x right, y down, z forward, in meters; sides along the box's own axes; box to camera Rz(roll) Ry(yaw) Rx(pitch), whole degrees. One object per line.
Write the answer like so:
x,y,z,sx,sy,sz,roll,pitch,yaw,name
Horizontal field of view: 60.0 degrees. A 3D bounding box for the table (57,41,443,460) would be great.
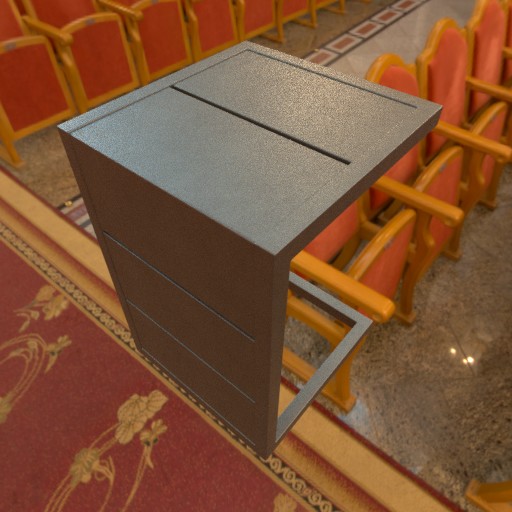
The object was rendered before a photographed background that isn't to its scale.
0.000,0.000,0.883,0.405,0.609,0.420,31,54,26,table
